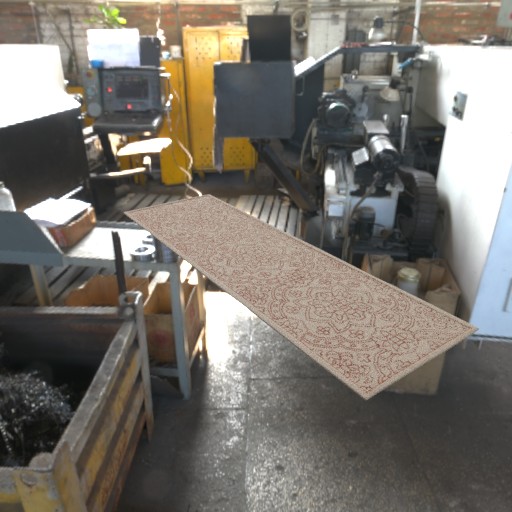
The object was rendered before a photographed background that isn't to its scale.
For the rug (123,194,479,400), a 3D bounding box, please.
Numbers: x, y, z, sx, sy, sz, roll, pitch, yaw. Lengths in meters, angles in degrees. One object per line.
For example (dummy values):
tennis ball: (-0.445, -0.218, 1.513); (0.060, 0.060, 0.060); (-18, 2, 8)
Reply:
rug: (0.000, 0.000, 2.723); (0.769, 0.012, 2.448); (-18, 31, -32)
